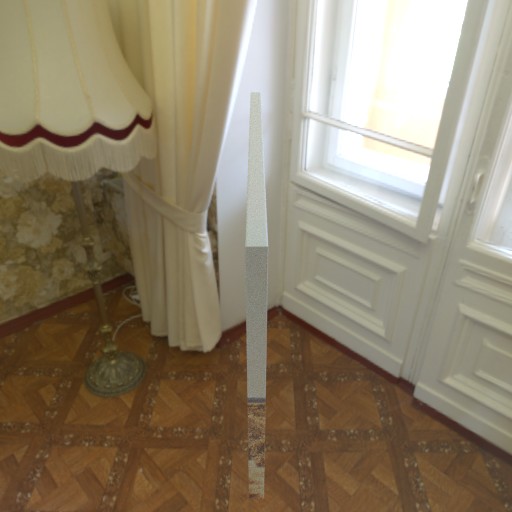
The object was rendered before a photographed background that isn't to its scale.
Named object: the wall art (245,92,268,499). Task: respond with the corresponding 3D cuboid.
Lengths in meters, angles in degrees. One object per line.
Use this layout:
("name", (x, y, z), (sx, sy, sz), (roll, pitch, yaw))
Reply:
("wall art", (0.000, 0.000, 1.896), (0.051, 1.016, 1.520), (0, 32, 0))
